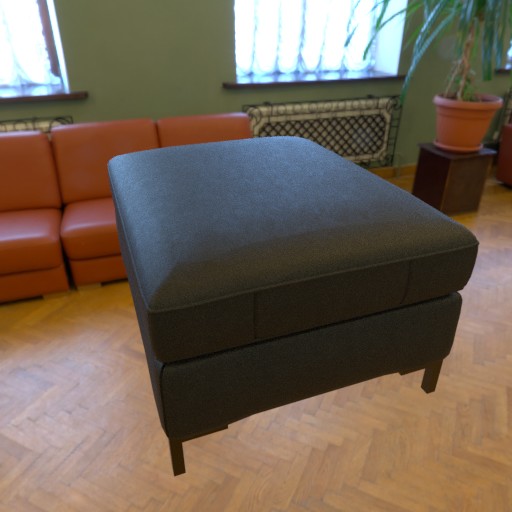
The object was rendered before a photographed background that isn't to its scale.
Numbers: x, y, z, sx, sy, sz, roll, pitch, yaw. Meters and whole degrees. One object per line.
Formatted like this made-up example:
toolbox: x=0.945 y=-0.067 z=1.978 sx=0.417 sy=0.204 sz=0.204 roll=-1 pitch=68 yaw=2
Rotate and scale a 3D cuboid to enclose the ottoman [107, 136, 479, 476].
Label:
ottoman: x=0.000 y=0.000 z=1.727 sx=0.967 sy=0.696 sz=1.187 roll=-10 pitch=31 yaw=-18
